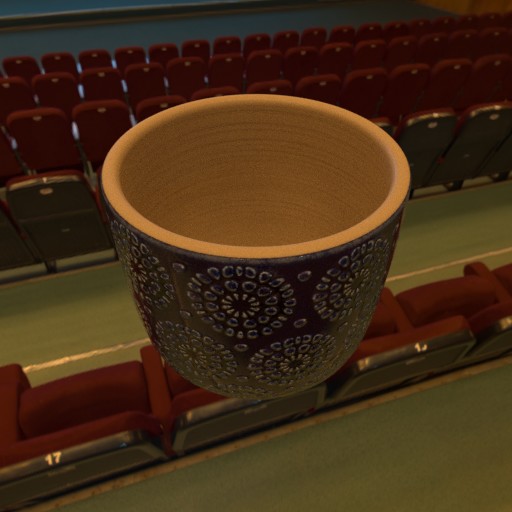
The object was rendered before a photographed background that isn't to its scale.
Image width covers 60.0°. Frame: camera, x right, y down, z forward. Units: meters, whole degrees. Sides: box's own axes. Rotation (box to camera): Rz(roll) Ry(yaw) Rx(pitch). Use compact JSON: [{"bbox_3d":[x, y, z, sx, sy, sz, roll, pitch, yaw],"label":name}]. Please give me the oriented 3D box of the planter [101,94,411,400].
[{"bbox_3d":[0.000,0.000,0.289,0.165,0.149,0.165,0,43,0],"label":"planter"}]
